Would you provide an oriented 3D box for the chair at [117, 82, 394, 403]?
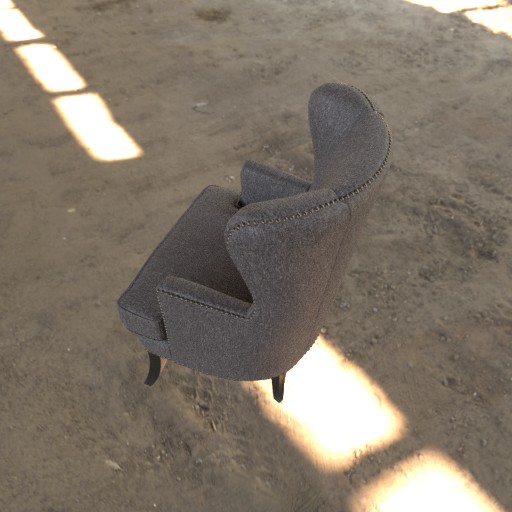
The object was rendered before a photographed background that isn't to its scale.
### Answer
[{"bbox_3d":[0.000,0.000,1.609,0.758,1.060,0.759,16,48,15],"label":"chair"}]
